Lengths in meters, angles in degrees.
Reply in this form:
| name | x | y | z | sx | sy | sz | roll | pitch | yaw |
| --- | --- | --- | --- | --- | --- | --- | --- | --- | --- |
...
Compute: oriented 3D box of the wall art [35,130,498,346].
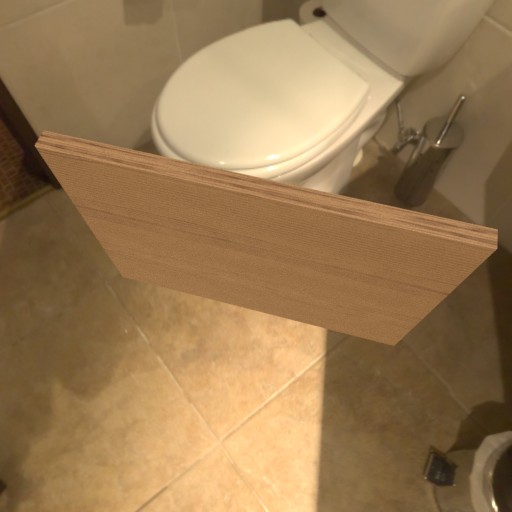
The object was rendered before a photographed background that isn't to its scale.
| name | x | y | z | sx | sy | sz | roll | pitch | yaw |
| --- | --- | --- | --- | --- | --- | --- | --- | --- | --- |
| wall art | 0.000 | 0.000 | 1.067 | 0.841 | 0.609 | 0.063 | 13 | 64 | 7 |
